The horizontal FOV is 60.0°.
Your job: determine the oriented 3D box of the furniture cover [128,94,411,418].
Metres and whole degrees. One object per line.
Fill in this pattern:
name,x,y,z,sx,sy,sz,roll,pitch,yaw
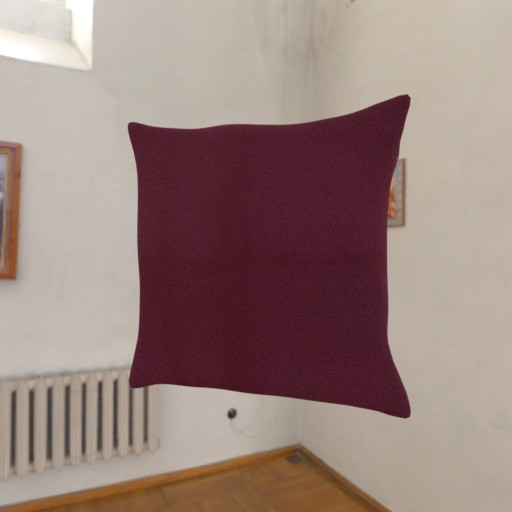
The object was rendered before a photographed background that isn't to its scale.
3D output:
furniture cover,0.000,0.000,0.778,0.514,0.513,0.163,0,0,18
